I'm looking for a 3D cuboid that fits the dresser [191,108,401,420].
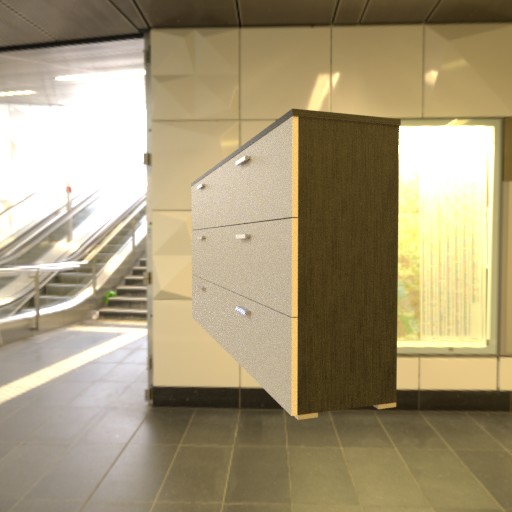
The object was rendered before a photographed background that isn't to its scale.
[{"bbox_3d":[0.000,0.000,1.894,0.333,0.790,1.535,-1,2,-18],"label":"dresser"}]
